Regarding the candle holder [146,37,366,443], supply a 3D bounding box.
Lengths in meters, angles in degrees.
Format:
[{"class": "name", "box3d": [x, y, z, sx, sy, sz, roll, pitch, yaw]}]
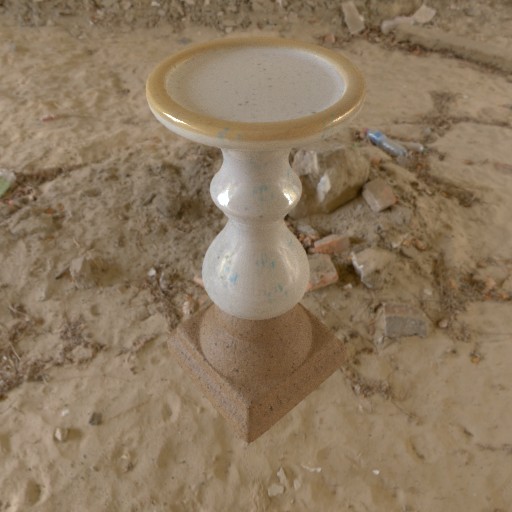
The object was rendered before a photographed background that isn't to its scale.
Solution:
[{"class": "candle holder", "box3d": [0.000, 0.000, 0.290, 0.110, 0.239, 0.110, -32, 53, -27]}]
